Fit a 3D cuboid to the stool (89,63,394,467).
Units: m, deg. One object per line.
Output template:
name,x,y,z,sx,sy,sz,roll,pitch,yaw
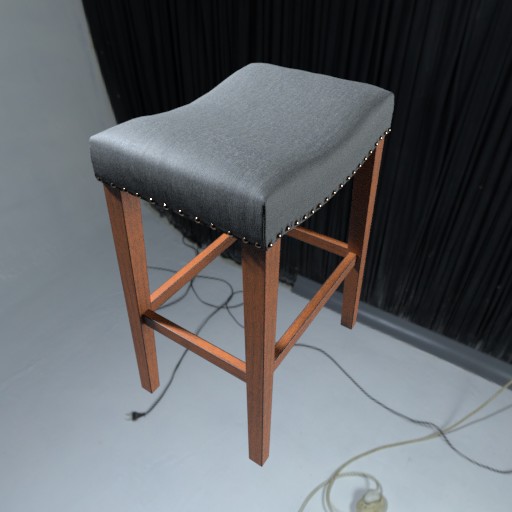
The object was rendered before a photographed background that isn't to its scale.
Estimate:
stool,0.000,0.000,0.867,0.320,0.612,0.439,23,45,25
